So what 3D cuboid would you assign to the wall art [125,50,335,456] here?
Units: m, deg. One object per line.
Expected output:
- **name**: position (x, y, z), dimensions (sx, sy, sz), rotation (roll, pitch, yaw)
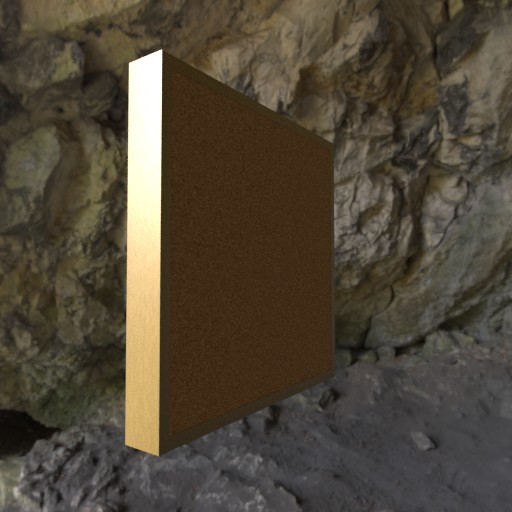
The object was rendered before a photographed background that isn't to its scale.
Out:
- **wall art**: position (0.000, 0.000, 0.467), dimensions (0.038, 0.305, 0.304), rotation (-1, -2, 35)
